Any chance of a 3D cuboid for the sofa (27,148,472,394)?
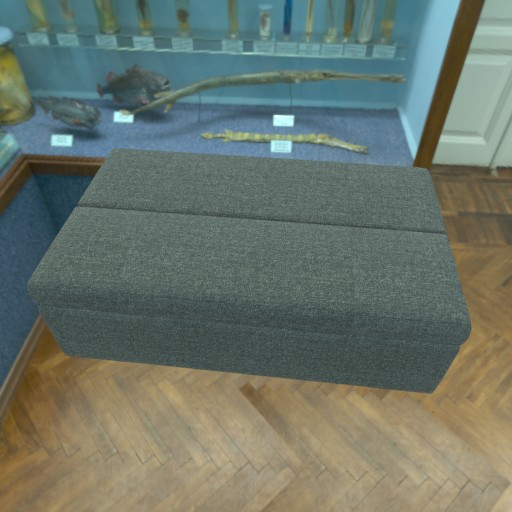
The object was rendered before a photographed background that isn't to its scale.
[{"bbox_3d":[0.000,0.000,1.569,1.198,0.417,0.782,5,45,5],"label":"sofa"}]
